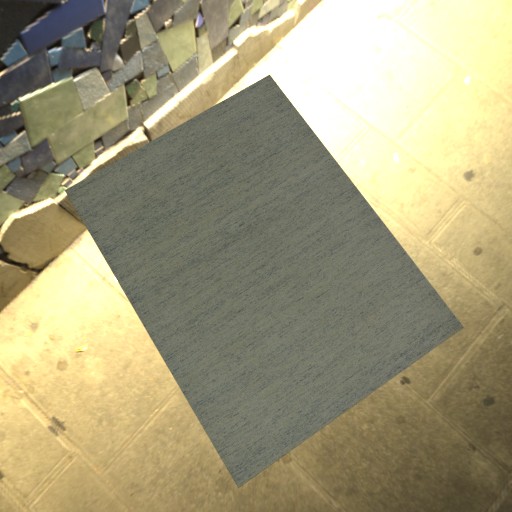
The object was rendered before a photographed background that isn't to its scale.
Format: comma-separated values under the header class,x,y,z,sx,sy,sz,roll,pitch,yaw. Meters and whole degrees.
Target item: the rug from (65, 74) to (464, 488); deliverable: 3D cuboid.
class,x,y,z,sx,sy,sz,roll,pitch,yaw
rug,0.000,0.000,4.213,2.438,0.006,3.197,-32,78,-8
